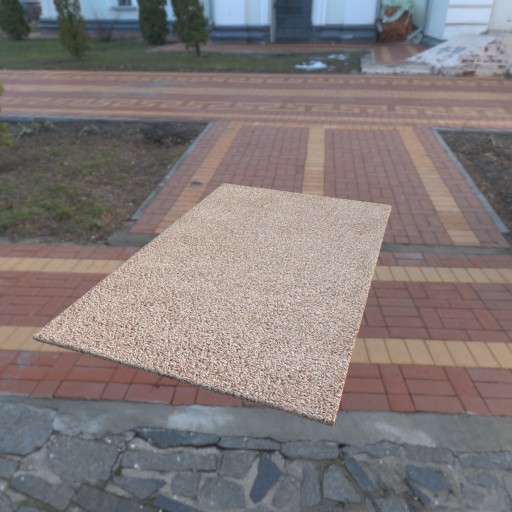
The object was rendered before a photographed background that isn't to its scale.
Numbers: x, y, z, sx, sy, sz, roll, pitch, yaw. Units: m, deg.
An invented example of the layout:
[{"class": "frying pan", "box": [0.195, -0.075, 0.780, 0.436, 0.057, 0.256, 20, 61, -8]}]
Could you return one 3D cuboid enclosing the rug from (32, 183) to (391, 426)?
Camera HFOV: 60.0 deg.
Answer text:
[{"class": "rug", "box": [0.000, 0.000, 3.428, 1.778, 0.030, 2.743, 10, 31, 18]}]
